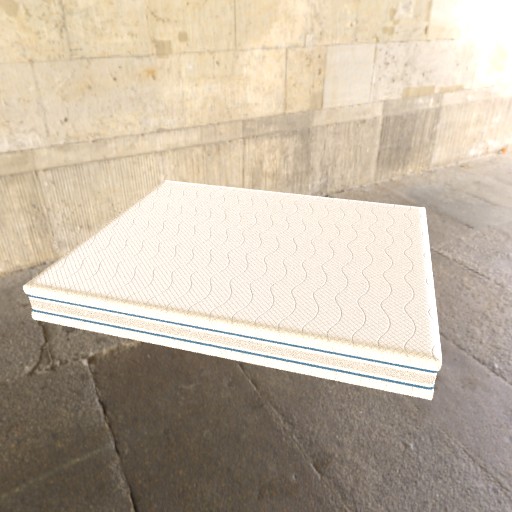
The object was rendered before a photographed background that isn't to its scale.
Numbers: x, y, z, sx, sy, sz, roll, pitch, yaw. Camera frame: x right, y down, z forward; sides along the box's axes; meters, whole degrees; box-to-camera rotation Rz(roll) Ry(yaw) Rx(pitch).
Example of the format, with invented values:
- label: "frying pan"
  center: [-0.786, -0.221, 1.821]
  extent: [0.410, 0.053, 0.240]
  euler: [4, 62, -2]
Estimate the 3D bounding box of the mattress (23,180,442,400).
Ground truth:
- label: "mattress"
  center: [0.000, 0.000, 2.715]
  extent: [2.000, 0.230, 1.600]
  euler: [8, 31, 14]
